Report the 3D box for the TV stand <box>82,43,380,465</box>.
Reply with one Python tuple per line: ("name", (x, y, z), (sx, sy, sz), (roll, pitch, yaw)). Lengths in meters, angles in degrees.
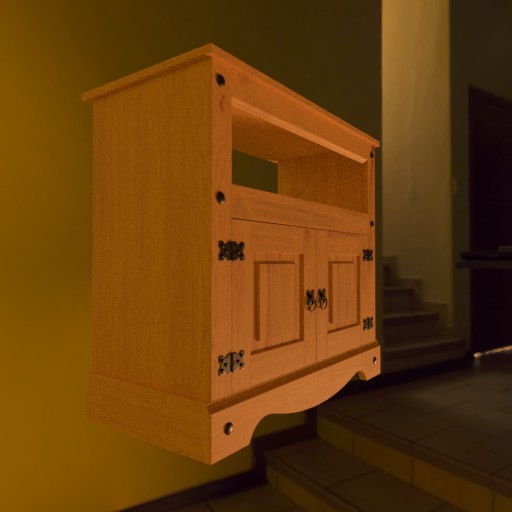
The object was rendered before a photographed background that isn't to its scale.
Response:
("TV stand", (0.000, 0.000, 1.292), (0.430, 0.787, 0.851), (-1, -1, 37))
